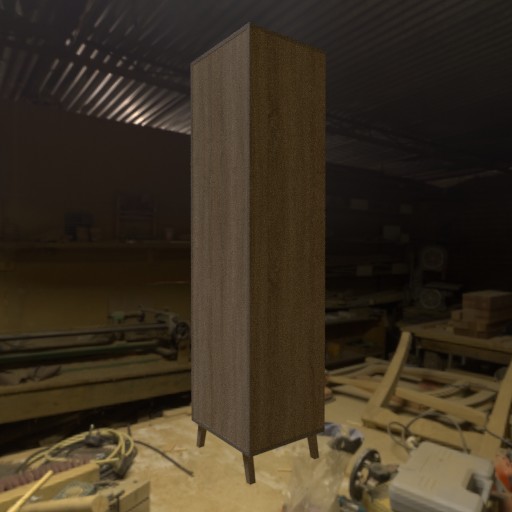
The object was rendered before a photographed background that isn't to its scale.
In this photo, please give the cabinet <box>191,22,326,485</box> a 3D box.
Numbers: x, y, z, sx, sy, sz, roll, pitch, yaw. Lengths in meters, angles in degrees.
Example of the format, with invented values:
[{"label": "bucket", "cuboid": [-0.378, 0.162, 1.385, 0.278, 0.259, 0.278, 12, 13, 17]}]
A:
[{"label": "cabinet", "cuboid": [0.000, 0.000, 2.203, 0.450, 1.960, 0.510, -1, 1, -37]}]
